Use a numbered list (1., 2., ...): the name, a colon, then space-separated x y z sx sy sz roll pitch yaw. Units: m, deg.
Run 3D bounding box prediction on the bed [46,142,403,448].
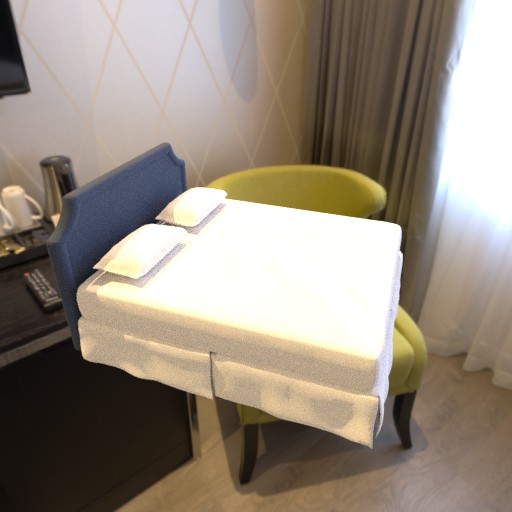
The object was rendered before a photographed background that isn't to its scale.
1. bed: 0.000 0.000 4.227 2.773 1.488 2.350 10 32 17
